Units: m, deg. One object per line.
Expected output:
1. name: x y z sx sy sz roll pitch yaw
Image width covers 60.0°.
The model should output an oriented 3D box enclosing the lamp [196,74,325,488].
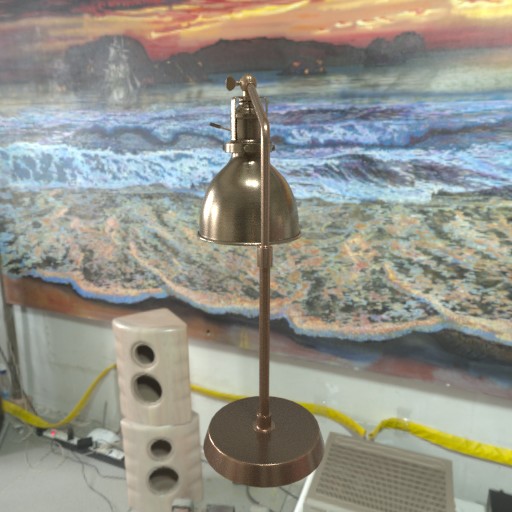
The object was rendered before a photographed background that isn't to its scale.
1. lamp: 0.000 0.000 0.570 0.153 0.456 0.286 -2 15 -8
